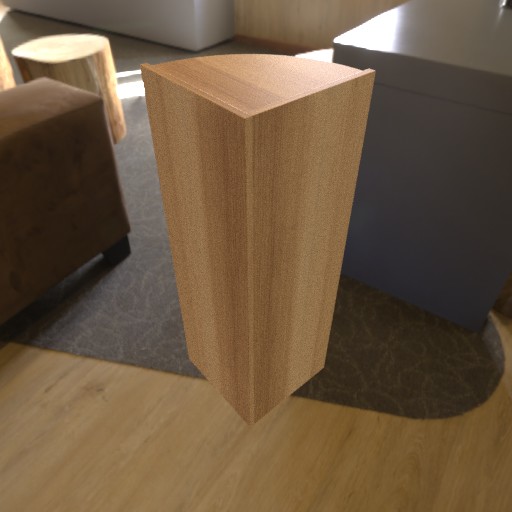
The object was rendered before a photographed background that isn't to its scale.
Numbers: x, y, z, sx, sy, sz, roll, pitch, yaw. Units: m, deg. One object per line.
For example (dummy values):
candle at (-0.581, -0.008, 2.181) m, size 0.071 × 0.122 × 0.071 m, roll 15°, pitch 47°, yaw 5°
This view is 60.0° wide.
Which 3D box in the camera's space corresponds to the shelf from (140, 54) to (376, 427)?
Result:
shelf at (0.000, 0.000, 1.056) m, size 0.290 × 0.872 × 0.290 m, roll -30°, pitch 50°, yaw -29°
